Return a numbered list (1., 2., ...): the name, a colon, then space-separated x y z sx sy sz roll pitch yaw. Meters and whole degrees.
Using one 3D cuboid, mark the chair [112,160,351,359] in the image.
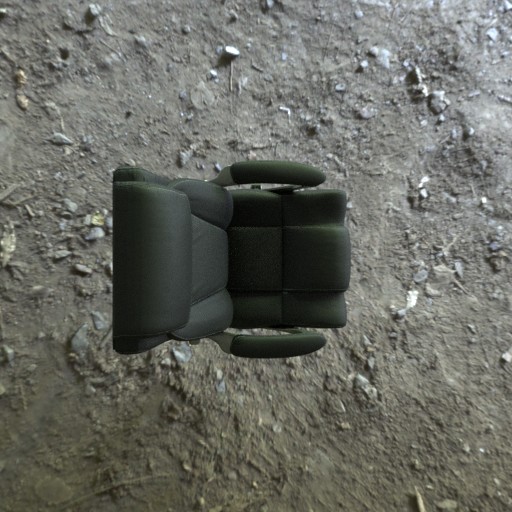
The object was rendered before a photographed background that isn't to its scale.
1. chair: 0.000 0.000 1.686 0.784 1.167 0.741 0 90 -1
